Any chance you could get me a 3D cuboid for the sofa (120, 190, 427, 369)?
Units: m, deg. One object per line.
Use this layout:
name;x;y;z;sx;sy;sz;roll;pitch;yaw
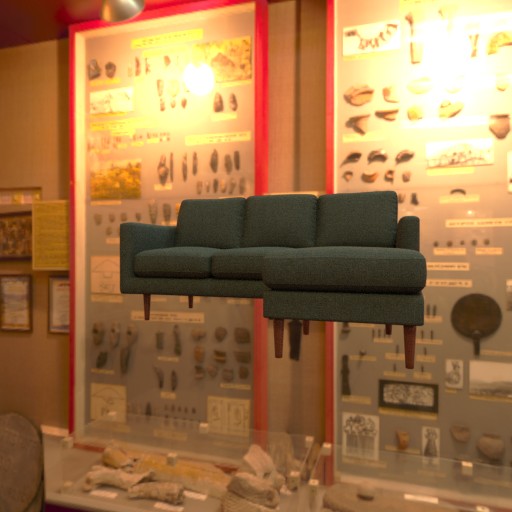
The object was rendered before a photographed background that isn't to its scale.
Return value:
sofa;0.000;0.000;2.936;2.055;0.957;1.667;0;1;19
